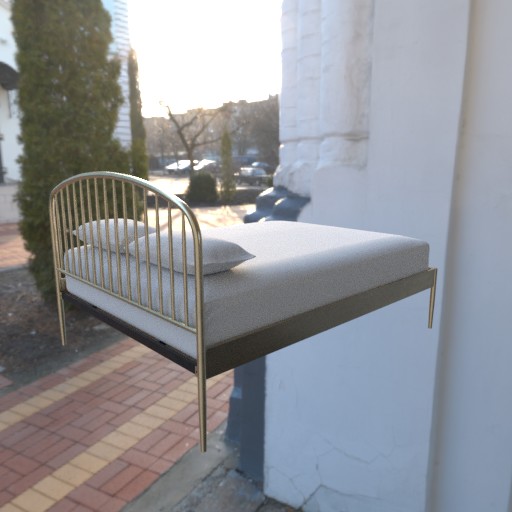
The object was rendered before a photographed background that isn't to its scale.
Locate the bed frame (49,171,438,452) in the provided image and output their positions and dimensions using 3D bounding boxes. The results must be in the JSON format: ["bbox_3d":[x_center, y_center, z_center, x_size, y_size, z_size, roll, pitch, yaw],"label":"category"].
[{"bbox_3d":[0.000,0.000,3.065,2.152,1.175,1.612,-11,16,-42],"label":"bed frame"}]
